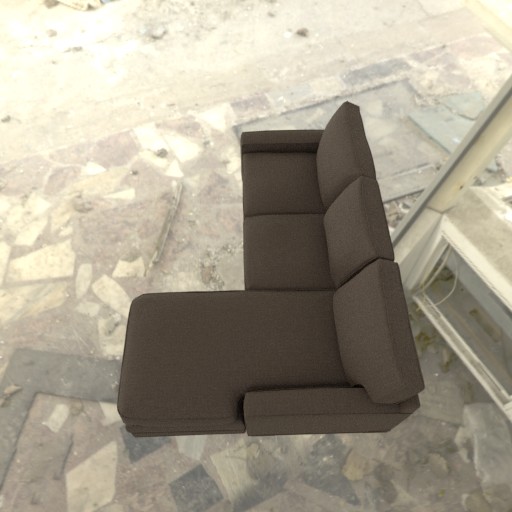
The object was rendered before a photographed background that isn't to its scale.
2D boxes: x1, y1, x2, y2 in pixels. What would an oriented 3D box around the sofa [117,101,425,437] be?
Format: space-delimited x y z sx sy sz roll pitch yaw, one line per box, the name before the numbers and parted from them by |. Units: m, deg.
sofa | 0.000 0.000 3.289 1.790 0.973 2.370 -1 58 -1
